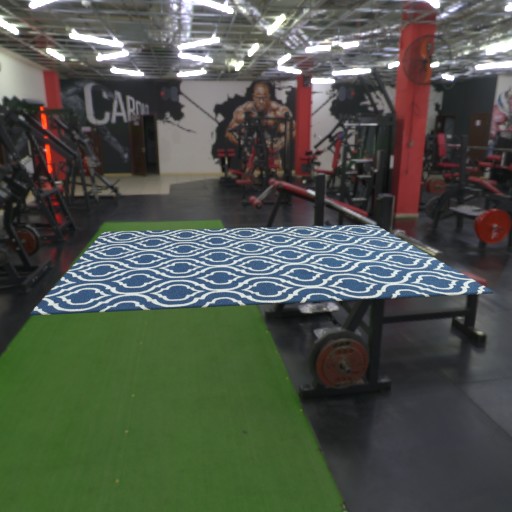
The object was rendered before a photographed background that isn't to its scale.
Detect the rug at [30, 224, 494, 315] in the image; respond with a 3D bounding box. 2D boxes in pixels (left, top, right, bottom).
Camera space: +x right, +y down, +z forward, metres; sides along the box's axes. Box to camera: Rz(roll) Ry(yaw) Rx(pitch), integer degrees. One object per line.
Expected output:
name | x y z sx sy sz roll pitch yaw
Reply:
rug | 0.000 0.000 2.737 2.134 0.010 1.524 -2 17 -7
